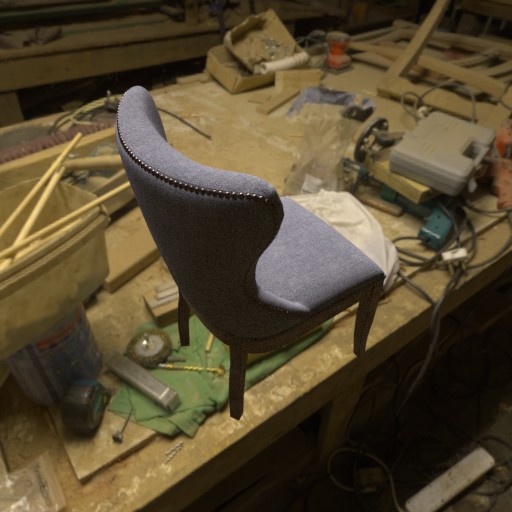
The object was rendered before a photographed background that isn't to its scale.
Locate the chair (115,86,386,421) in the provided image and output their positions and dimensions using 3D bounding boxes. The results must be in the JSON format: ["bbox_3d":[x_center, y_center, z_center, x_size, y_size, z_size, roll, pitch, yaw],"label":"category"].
[{"bbox_3d":[0.000,0.000,1.433,0.681,1.002,0.654,-25,48,-25],"label":"chair"}]
